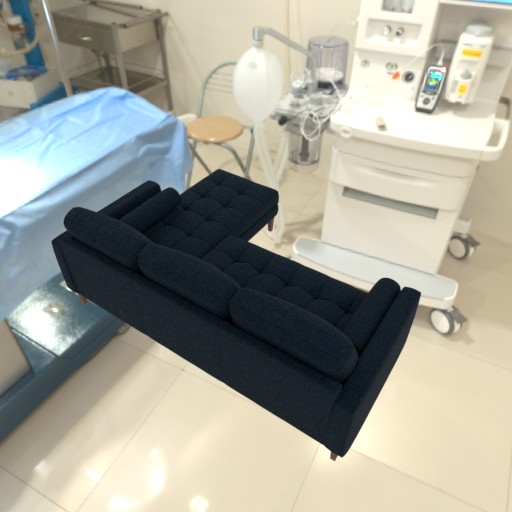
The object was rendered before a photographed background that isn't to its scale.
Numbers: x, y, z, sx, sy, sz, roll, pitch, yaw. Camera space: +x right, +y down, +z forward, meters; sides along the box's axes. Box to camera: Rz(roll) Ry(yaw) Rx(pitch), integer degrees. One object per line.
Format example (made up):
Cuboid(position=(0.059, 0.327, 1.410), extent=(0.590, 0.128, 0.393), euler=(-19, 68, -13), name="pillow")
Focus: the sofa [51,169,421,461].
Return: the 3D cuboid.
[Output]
Cuboid(position=(0.000, 0.000, 3.033), extent=(2.185, 0.841, 1.613), euler=(24, 47, 25), name="sofa")
